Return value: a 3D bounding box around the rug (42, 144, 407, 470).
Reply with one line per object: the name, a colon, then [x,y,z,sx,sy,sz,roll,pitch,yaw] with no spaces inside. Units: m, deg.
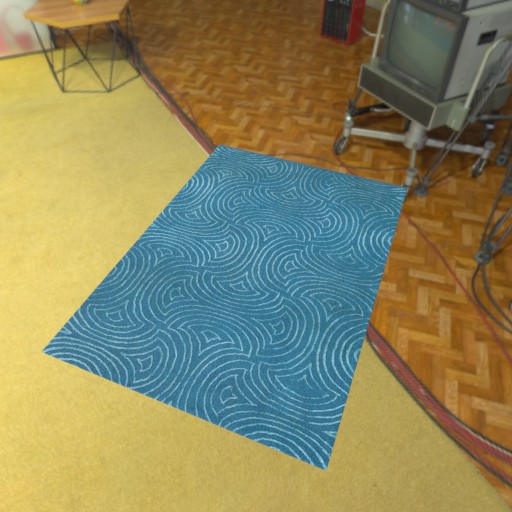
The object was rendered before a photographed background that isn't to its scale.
rug: [0.000,0.000,2.804,1.543,0.015,2.144,17,48,15]
